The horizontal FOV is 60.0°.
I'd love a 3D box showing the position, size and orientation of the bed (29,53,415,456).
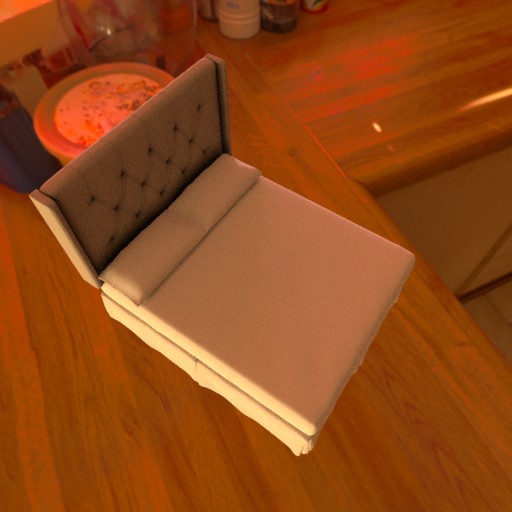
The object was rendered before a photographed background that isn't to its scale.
[{"bbox_3d":[0.000,0.000,3.306,2.066,1.665,1.719,30,62,18],"label":"bed"}]
